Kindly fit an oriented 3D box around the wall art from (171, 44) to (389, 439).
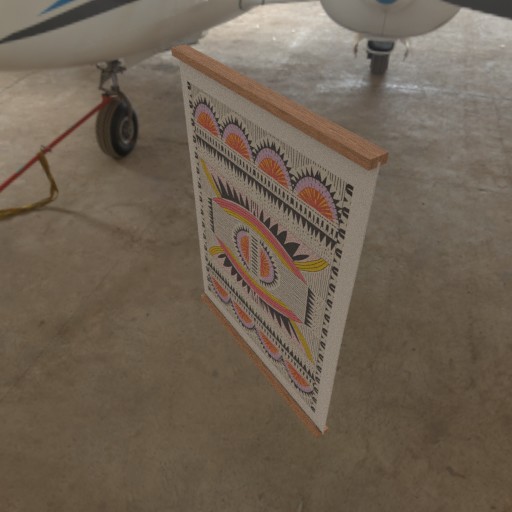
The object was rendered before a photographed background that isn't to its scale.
[{"bbox_3d":[0.000,0.000,0.804,0.028,0.609,0.456,-25,47,-25],"label":"wall art"}]
